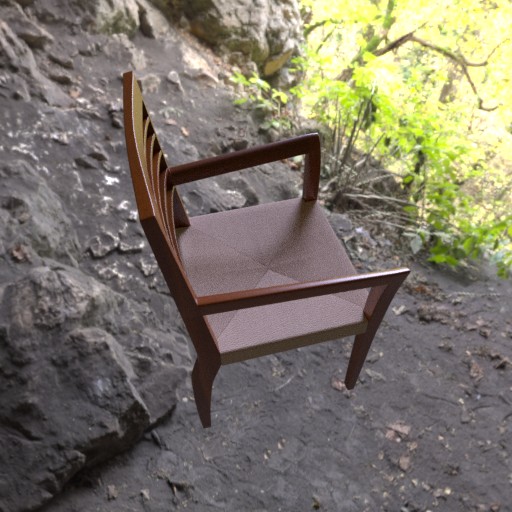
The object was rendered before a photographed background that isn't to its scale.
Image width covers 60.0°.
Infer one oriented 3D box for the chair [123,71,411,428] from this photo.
[{"bbox_3d":[0.000,0.000,1.230,0.540,0.855,0.587,-11,47,-10],"label":"chair"}]
